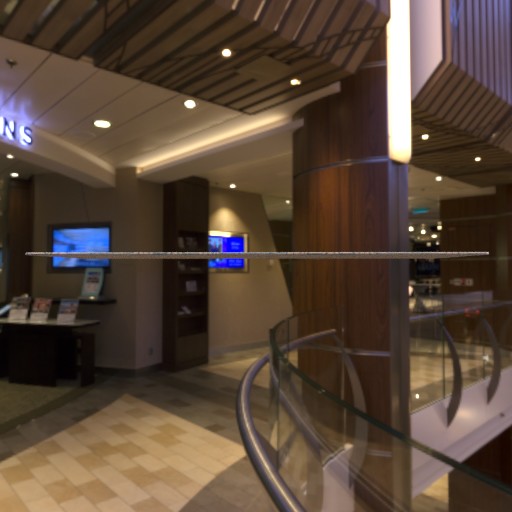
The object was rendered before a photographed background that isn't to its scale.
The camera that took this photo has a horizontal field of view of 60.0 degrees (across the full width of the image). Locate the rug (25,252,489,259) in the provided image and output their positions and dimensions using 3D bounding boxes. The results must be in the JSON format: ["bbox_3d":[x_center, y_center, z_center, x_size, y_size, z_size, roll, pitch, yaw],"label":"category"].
[{"bbox_3d":[0.000,0.000,2.725,2.452,0.012,0.775,0,-2,1],"label":"rug"}]
